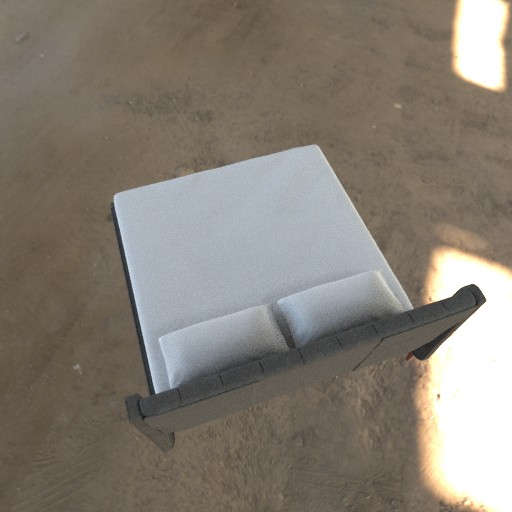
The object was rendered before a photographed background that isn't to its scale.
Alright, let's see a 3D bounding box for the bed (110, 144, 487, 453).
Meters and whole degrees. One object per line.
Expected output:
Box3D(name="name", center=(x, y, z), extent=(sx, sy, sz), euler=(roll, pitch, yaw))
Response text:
Box3D(name="bed", center=(0.000, 0.000, 2.547), extent=(1.531, 0.933, 1.638), euler=(-16, 59, -10))
